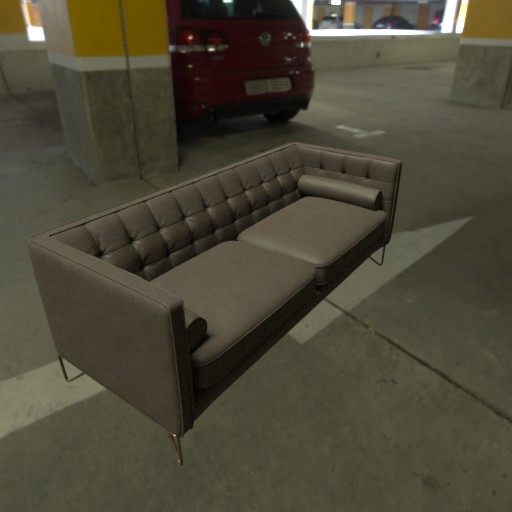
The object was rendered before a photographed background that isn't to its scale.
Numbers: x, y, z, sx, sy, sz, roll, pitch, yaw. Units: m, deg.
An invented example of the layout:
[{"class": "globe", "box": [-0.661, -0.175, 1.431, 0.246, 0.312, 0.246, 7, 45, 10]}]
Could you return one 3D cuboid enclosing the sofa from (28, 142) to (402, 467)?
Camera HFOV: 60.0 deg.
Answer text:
[{"class": "sofa", "box": [0.000, 0.000, 2.503, 0.867, 0.789, 2.087, 19, 33, 31]}]
